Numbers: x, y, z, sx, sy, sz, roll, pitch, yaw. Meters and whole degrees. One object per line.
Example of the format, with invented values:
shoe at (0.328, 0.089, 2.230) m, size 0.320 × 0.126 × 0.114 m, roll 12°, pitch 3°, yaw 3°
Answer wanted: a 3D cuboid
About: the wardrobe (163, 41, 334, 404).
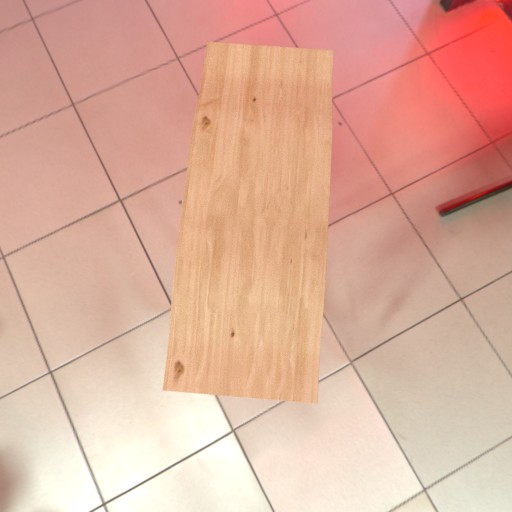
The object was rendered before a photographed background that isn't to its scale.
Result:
wardrobe at (0.000, 0.000, 2.627) m, size 0.570 × 1.870 × 1.500 m, roll 5°, pitch 76°, yaw 1°
